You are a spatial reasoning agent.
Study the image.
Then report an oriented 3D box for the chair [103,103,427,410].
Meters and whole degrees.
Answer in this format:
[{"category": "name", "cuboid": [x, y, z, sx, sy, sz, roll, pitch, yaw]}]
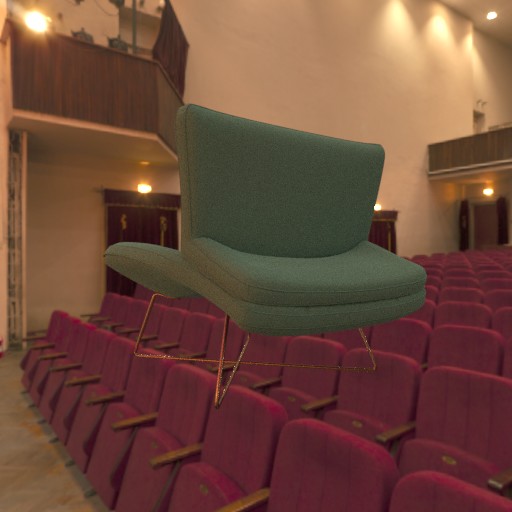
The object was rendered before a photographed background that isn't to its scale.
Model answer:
[{"category": "chair", "cuboid": [0.000, 0.000, 1.657, 0.859, 0.855, 1.008, -1, 1, -36]}]
